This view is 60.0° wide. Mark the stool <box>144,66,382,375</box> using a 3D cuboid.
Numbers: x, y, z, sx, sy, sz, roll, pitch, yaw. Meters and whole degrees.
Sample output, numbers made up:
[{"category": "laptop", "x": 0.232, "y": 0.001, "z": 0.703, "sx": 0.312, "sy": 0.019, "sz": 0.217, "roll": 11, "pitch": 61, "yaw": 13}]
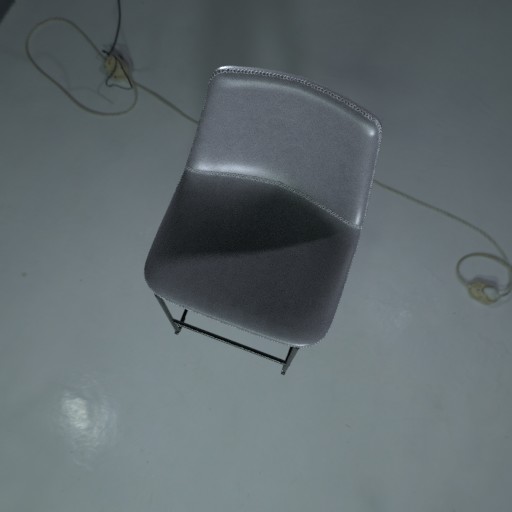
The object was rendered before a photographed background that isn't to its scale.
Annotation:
[{"category": "stool", "x": 0.000, "y": 0.000, "z": 1.217, "sx": 0.470, "sy": 0.876, "sz": 0.546, "roll": 20, "pitch": 77, "yaw": 5}]
